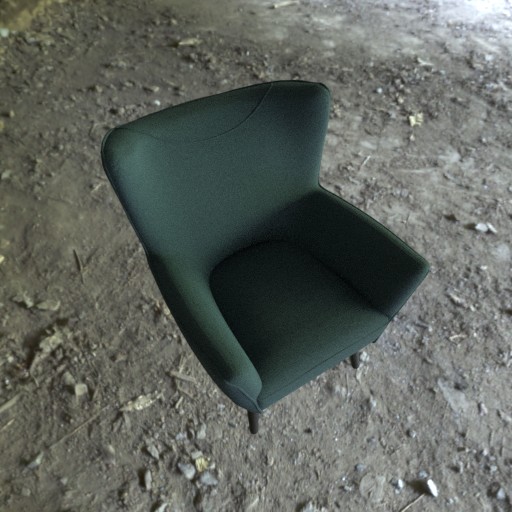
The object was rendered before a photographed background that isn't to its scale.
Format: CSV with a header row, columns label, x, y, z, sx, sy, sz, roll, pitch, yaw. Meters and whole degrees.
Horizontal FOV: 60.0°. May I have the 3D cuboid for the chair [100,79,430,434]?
label,x,y,z,sx,sy,sz,roll,pitch,yaw
chair,0.000,0.000,1.578,0.781,0.933,0.888,-25,51,-22
